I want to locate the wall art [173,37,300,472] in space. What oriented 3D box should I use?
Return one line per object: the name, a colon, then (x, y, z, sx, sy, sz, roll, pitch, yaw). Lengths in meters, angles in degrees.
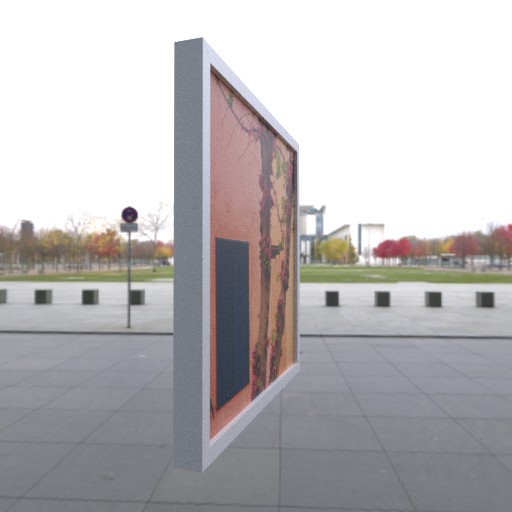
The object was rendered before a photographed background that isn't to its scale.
wall art: (0.000, 0.000, 0.763, 0.038, 0.508, 0.507, 0, -1, 18)
